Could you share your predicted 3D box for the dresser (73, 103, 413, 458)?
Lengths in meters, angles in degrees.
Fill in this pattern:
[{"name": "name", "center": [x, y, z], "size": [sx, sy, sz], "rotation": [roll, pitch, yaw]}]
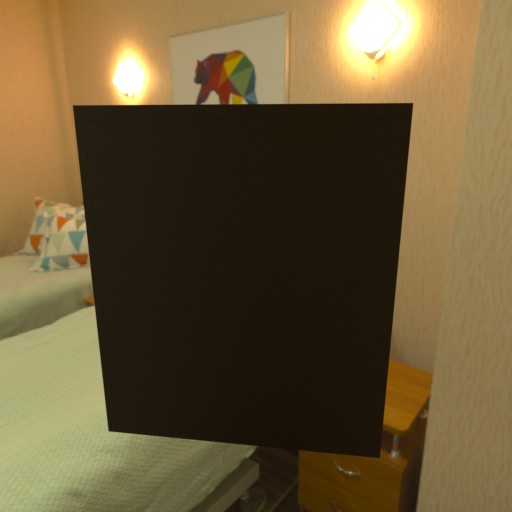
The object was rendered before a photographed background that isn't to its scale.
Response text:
[{"name": "dresser", "center": [0.000, 0.000, 0.750], "size": [0.400, 0.470, 0.360], "rotation": [2, 16, 8]}]
